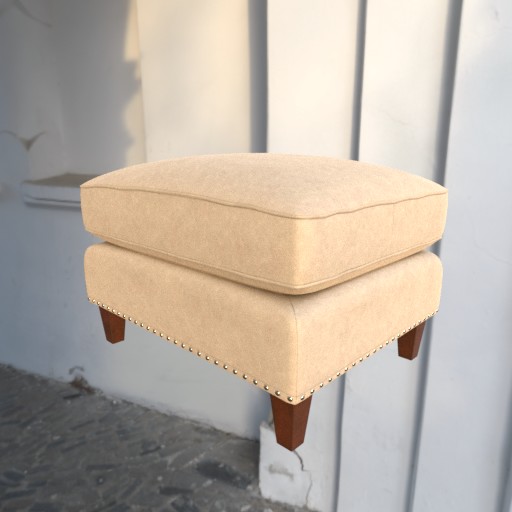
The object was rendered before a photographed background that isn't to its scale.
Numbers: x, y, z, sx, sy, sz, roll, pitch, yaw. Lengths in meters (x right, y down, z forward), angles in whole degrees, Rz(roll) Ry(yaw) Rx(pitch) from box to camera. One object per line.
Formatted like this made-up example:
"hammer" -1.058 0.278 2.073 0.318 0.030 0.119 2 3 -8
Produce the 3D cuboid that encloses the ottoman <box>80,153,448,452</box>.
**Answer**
"ottoman" 0.000 0.000 1.134 0.741 0.513 0.584 13 19 42
